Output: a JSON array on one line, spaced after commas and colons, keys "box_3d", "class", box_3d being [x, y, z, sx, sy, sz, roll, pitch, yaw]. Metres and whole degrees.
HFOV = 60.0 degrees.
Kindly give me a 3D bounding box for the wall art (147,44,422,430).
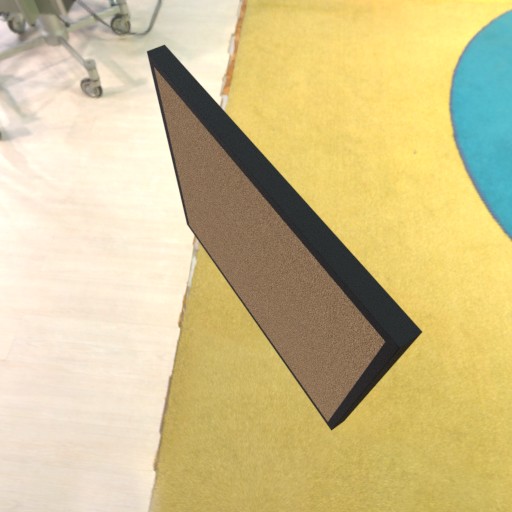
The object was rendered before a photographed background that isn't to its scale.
[{"box_3d": [0.000, 0.000, 0.748, 0.030, 0.454, 0.554, -29, 63, -16], "class": "wall art"}]
